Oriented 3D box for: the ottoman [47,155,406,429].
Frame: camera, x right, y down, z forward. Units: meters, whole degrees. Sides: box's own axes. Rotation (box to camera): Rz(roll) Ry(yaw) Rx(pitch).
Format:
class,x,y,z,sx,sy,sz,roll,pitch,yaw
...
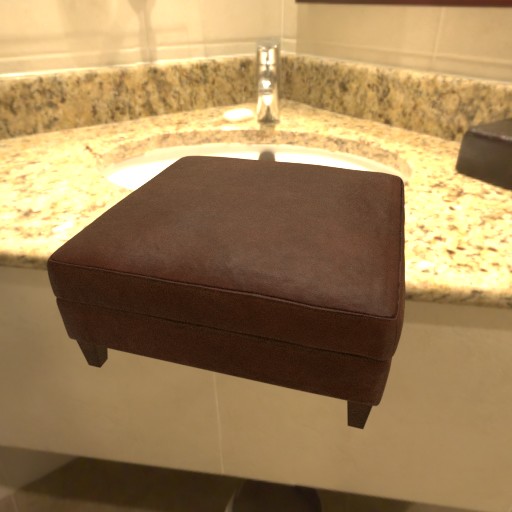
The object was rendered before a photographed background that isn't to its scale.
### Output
class,x,y,z,sx,sy,sz,roll,pitch,yaw
ottoman,0.000,0.000,1.355,0.844,0.415,0.836,9,32,14
